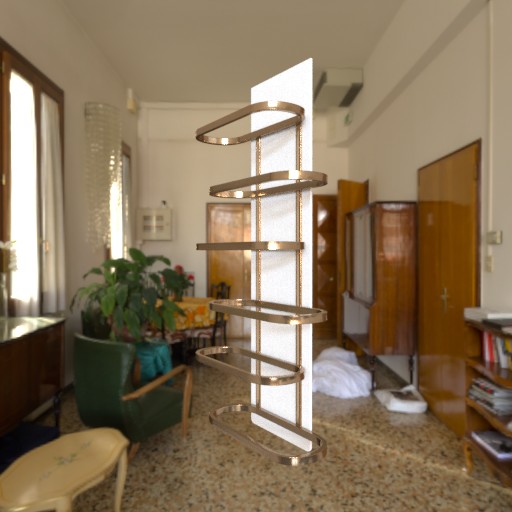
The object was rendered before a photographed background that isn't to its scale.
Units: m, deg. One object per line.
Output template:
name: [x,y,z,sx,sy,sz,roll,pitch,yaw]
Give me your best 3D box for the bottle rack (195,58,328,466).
bottle rack: [0.000,0.000,0.836,0.118,0.709,0.332,0,1,-36]
